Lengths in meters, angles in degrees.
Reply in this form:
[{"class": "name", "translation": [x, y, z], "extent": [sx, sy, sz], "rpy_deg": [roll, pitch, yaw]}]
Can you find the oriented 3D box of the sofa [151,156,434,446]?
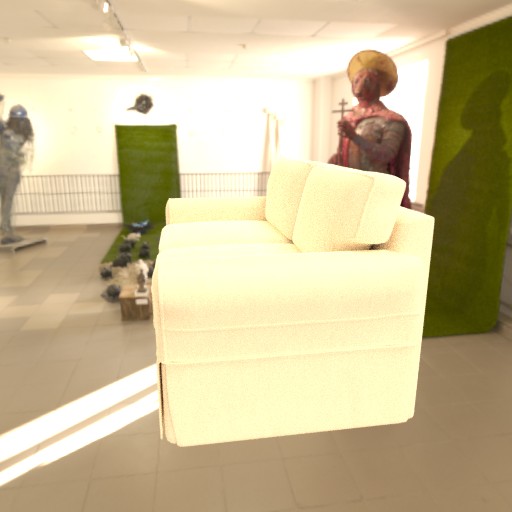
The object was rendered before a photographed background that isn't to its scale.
[{"class": "sofa", "translation": [0.000, 0.000, 2.291], "extent": [0.991, 0.940, 1.727], "rpy_deg": [-2, 15, -9]}]
